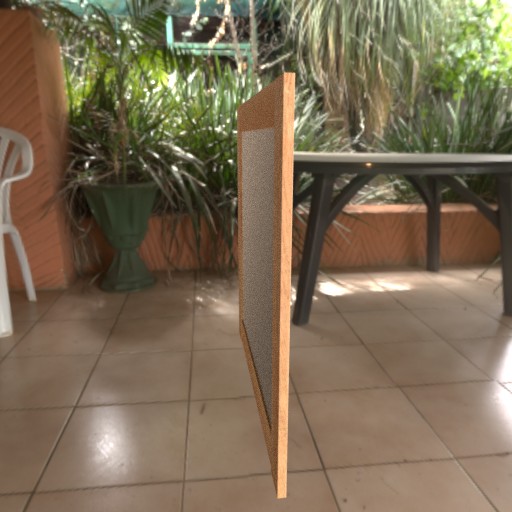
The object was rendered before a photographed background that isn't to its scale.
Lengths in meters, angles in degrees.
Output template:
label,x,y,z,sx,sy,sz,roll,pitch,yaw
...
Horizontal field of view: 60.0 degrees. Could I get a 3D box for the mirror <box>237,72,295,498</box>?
label,x,y,z,sx,sy,sz,roll,pitch,yaw
mirror,0.000,0.000,1.175,0.020,0.800,0.800,-2,15,-7
